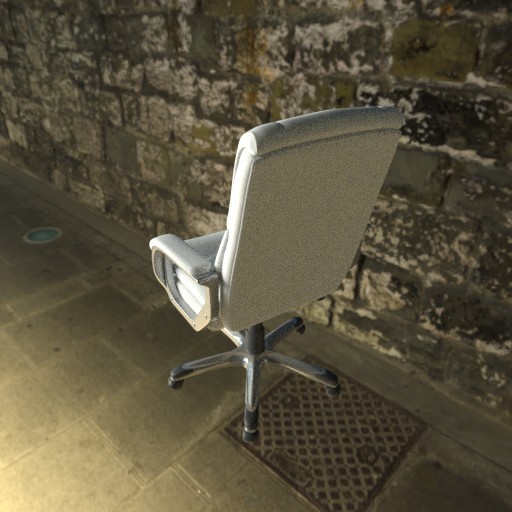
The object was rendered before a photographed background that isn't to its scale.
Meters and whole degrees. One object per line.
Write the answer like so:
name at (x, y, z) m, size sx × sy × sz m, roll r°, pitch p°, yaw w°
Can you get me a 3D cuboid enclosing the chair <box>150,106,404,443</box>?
chair at (0.000, 0.000, 1.577) m, size 0.687 × 1.120 × 0.738 m, roll -18°, pitch 34°, yaw -29°
